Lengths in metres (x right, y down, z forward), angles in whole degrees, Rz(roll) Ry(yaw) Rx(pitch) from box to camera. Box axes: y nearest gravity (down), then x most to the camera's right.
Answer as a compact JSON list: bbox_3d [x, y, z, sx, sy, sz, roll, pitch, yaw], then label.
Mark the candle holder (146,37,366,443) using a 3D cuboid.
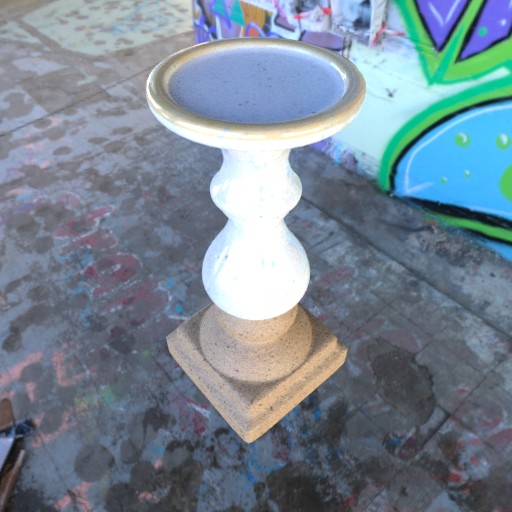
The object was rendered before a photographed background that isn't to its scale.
[{"bbox_3d":[0.000,0.000,0.290,0.110,0.239,0.110,-32,53,-27],"label":"candle holder"}]
